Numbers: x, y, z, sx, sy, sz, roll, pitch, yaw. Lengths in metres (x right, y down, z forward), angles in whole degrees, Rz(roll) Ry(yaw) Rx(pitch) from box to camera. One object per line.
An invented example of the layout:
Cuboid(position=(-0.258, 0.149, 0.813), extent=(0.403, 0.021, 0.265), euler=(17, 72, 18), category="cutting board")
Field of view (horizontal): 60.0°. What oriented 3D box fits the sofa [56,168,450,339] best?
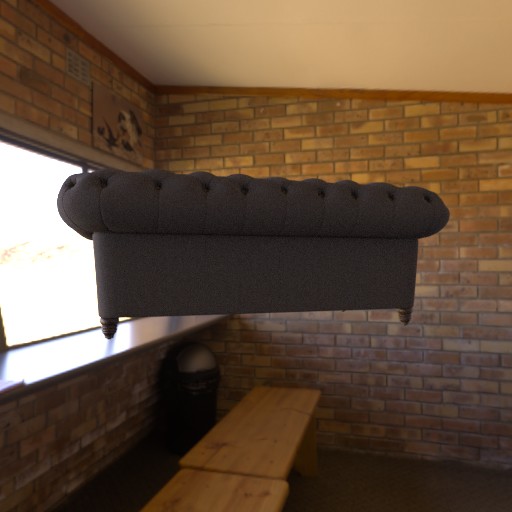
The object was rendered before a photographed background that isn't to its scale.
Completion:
Cuboid(position=(0.000, 0.000, 2.489), extent=(1.998, 0.764, 0.986), euler=(0, -1, -17), category="sofa")
